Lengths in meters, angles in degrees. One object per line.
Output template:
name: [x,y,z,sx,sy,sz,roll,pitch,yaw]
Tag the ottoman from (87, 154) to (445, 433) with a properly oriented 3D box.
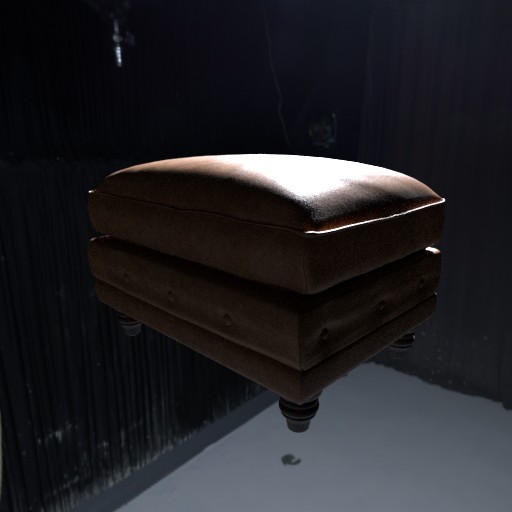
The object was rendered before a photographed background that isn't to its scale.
ottoman: [0.000,0.000,1.084,0.710,0.480,0.533,14,21,42]
